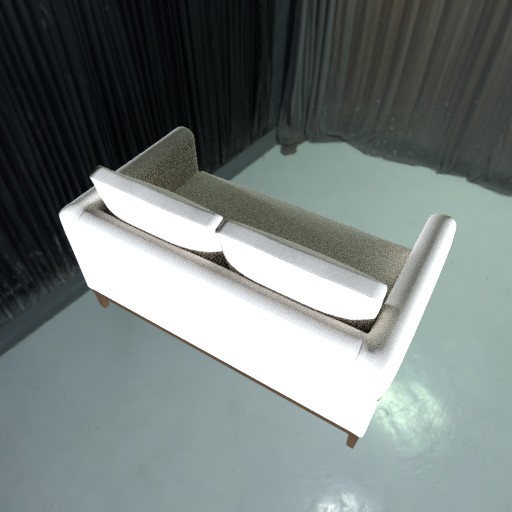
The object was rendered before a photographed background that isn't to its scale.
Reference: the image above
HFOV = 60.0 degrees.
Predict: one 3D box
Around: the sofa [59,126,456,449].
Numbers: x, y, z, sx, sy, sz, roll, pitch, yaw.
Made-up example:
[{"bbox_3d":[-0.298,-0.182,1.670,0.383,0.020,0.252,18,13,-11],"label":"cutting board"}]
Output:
[{"bbox_3d":[0.000,0.000,2.168,1.598,0.873,0.905,24,50,21],"label":"sofa"}]
